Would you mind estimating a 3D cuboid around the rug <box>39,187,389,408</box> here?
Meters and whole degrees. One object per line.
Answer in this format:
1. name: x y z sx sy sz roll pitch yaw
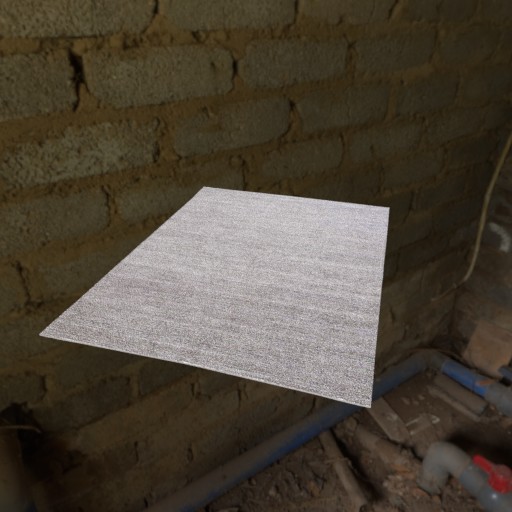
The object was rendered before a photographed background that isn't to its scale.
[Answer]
1. rug: 0.000 0.000 4.341 2.434 0.045 3.202 9 31 15
